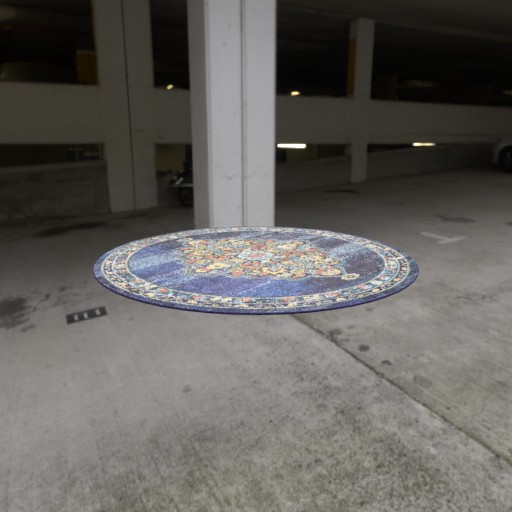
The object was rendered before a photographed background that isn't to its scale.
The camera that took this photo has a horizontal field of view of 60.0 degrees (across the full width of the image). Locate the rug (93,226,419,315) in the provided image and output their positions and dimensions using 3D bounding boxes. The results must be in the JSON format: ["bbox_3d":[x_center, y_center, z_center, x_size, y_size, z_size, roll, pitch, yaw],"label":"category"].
[{"bbox_3d":[0.000,0.000,2.297,1.591,0.010,1.591,0,15,0],"label":"rug"}]
